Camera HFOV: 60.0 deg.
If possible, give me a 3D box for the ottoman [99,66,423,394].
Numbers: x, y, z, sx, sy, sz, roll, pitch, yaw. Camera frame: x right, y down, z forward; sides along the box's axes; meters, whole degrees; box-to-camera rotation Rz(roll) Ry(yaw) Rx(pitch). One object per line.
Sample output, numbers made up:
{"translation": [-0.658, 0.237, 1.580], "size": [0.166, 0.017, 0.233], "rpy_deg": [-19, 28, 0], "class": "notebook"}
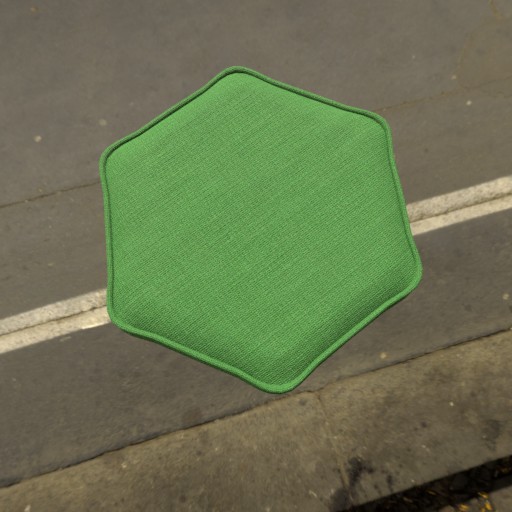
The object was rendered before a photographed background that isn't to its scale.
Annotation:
{"translation": [0.000, 0.000, 0.862], "size": [0.499, 0.507, 0.444], "rpy_deg": [-37, 79, -9], "class": "ottoman"}
